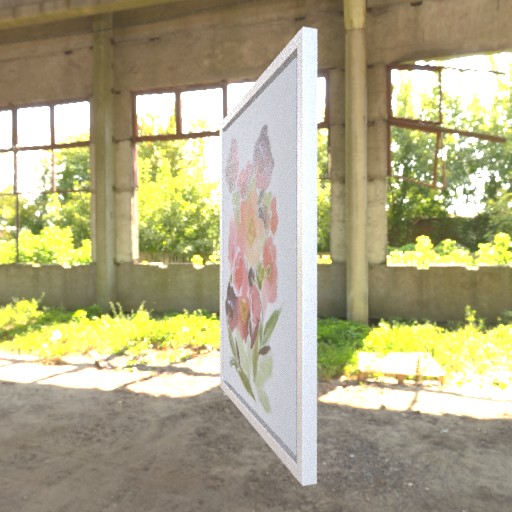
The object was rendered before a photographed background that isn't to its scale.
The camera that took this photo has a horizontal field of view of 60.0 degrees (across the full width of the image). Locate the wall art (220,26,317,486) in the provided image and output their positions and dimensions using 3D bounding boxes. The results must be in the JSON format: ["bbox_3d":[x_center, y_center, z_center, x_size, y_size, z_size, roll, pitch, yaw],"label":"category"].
[{"bbox_3d":[0.000,0.000,1.405,0.042,1.056,0.805,0,0,-18],"label":"wall art"}]
